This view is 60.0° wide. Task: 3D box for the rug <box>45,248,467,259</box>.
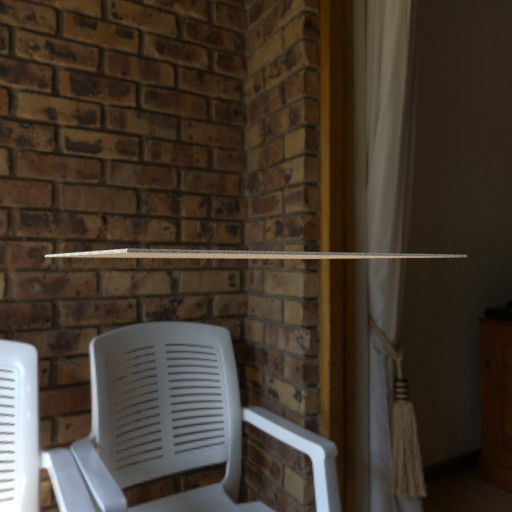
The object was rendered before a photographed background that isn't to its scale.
[{"bbox_3d":[0.000,0.000,2.754,2.144,0.013,1.509,1,-1,-35],"label":"rug"}]
